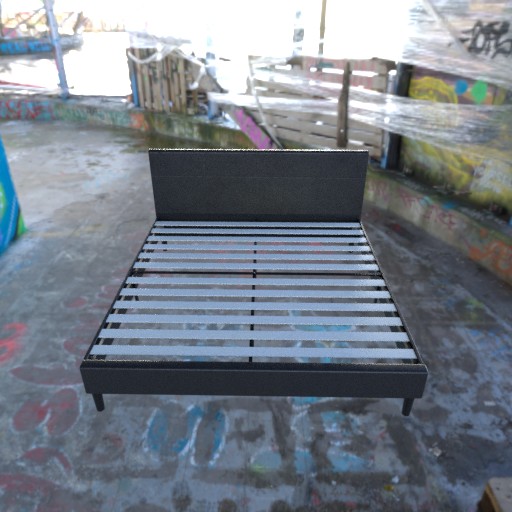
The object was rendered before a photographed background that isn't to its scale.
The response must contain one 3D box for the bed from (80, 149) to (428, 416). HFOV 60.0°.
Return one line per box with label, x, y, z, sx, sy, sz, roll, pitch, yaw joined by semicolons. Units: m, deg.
bed;0.000;0.000;3.410;2.018;1.046;2.152;1;30;1
